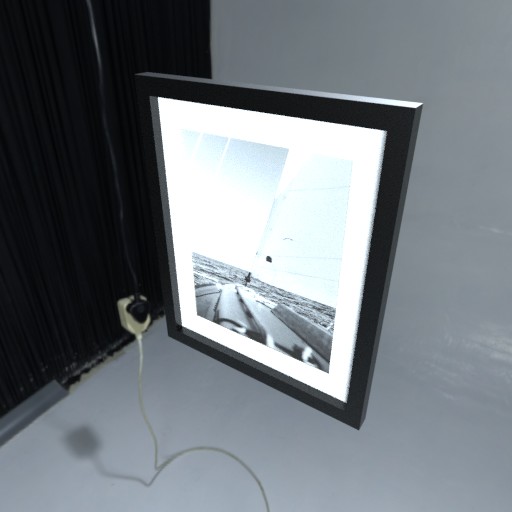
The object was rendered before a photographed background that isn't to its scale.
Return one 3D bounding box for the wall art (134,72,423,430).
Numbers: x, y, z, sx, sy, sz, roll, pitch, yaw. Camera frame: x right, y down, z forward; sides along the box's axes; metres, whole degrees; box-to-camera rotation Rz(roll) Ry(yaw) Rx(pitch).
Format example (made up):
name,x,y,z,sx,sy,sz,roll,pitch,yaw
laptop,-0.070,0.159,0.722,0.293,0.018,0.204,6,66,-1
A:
name,x,y,z,sx,sy,sz,roll,pitch,yaw
wall art,0.000,0.000,0.771,0.461,0.558,0.031,19,35,28
